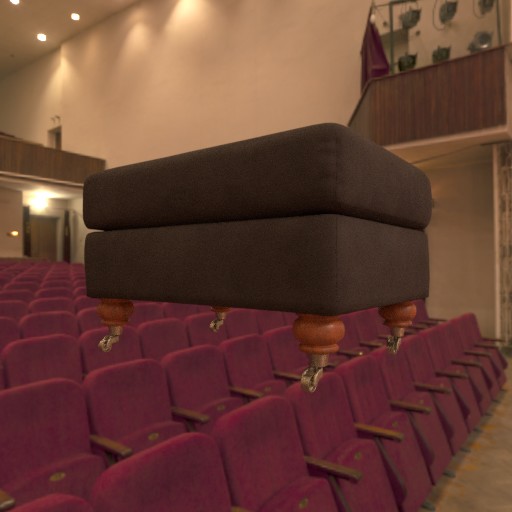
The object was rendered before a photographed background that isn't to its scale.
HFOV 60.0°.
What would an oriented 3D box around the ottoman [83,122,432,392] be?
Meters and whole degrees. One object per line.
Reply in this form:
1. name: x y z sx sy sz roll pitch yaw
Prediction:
1. ottoman: 0.000 0.000 1.163 0.773 0.497 0.574 -1 -1 37
